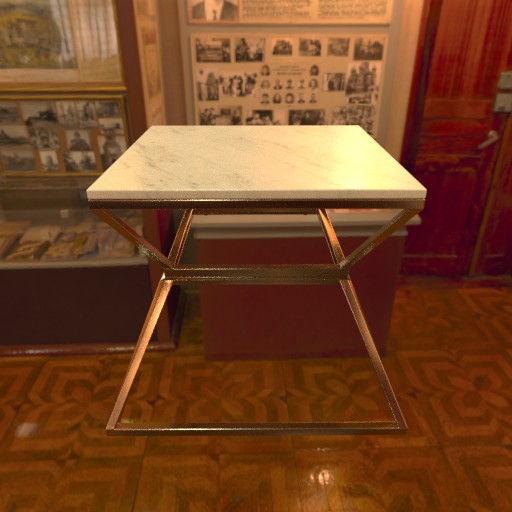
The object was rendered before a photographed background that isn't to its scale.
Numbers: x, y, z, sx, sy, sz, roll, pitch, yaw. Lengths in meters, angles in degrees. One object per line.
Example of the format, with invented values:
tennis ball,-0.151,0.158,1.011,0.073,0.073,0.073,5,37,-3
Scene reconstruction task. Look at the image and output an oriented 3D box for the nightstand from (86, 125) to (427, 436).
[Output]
nightstand,0.000,0.000,0.888,0.513,0.426,0.514,0,27,0
